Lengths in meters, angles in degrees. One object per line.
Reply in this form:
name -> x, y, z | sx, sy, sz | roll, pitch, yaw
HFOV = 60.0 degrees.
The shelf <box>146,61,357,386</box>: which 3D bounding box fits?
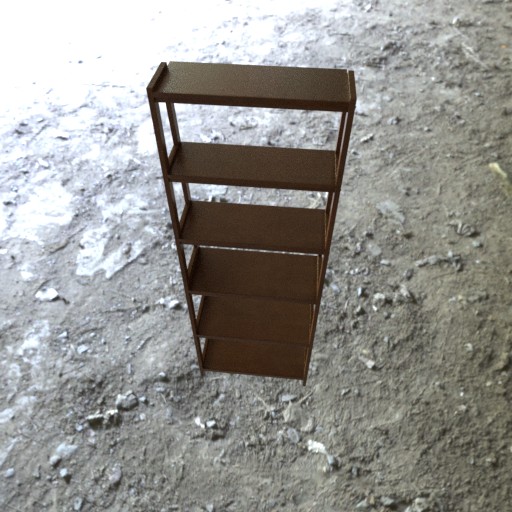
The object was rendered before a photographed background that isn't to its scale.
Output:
shelf -> 0.000, 0.000, 2.191 | 0.660, 1.892, 0.382 | 4, 48, 4
